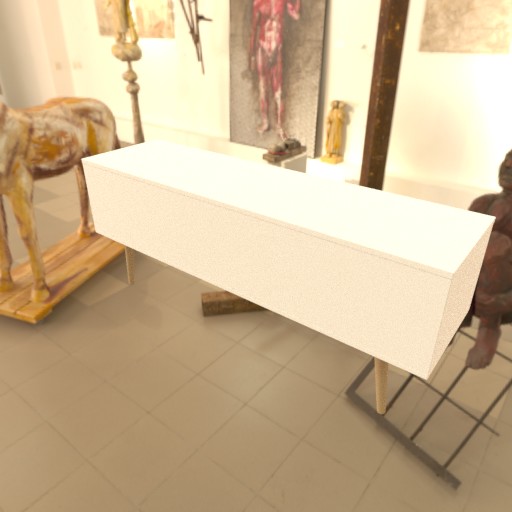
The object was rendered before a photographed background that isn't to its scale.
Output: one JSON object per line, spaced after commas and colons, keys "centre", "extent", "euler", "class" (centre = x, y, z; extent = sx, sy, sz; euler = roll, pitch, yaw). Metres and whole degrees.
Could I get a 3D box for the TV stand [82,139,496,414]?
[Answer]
{"centre": [0.000, 0.000, 1.611], "extent": [1.398, 0.560, 0.401], "euler": [20, 35, 32], "class": "TV stand"}
